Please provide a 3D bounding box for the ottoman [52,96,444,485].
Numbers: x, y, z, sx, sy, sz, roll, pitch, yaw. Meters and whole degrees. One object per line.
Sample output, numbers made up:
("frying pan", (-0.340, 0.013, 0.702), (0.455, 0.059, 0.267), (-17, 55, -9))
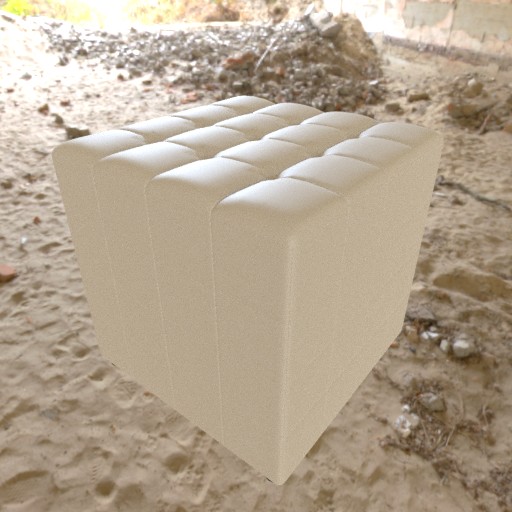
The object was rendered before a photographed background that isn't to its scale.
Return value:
("ottoman", (0.000, 0.000, 0.769), (0.425, 0.432, 0.425), (23, 38, 32))
